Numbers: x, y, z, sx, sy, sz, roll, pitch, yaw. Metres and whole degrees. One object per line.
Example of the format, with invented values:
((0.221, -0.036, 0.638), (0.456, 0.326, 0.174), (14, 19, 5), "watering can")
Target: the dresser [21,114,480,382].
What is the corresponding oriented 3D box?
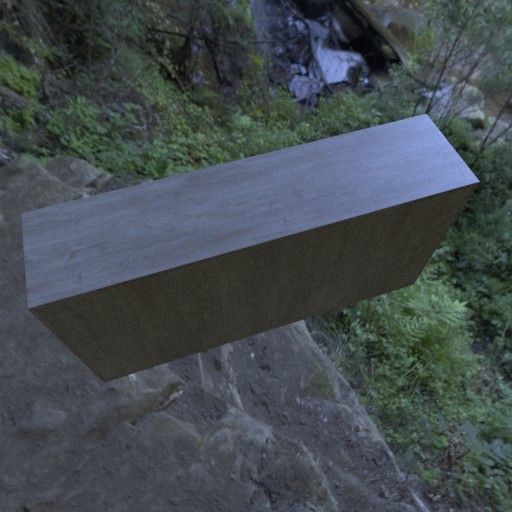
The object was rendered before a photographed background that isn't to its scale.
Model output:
((0.000, 0.000, 1.908), (1.590, 0.795, 0.390), (-16, 60, -10), "dresser")
